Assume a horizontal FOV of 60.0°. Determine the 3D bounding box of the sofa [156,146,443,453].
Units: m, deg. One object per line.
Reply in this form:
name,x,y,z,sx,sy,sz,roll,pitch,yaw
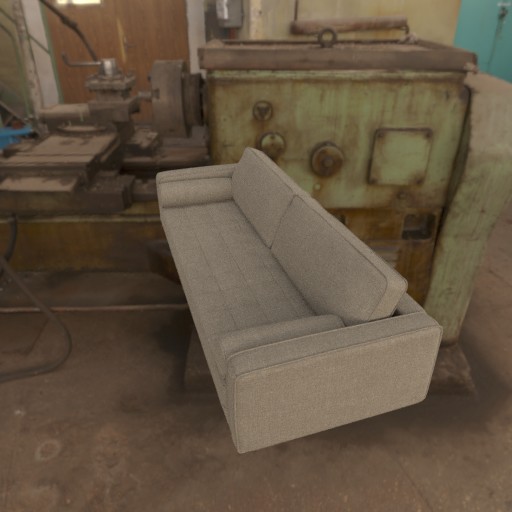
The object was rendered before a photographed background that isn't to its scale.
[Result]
sofa,0.000,0.000,2.656,0.914,0.762,2.211,-9,32,-16
